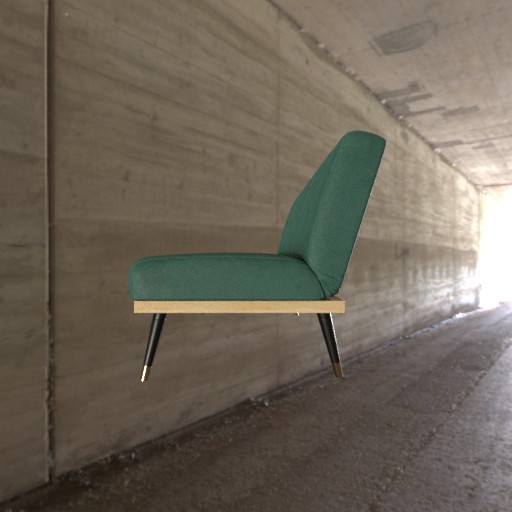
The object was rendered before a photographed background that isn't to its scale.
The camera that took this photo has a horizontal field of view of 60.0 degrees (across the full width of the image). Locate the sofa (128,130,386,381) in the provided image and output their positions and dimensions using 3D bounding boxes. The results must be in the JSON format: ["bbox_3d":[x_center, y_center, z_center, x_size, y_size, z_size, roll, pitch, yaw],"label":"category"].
[{"bbox_3d":[0.000,0.000,2.294,0.830,0.820,1.810,0,0,0],"label":"sofa"}]
